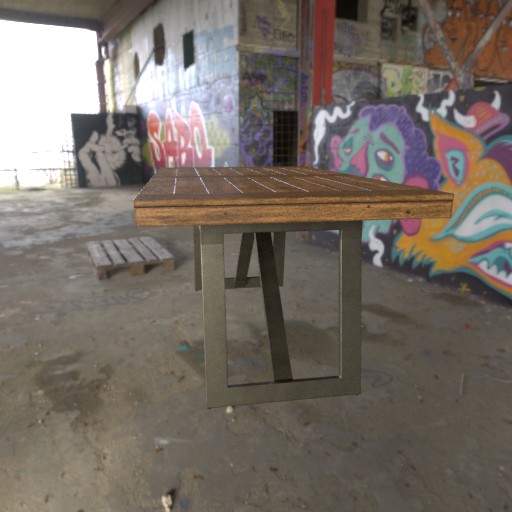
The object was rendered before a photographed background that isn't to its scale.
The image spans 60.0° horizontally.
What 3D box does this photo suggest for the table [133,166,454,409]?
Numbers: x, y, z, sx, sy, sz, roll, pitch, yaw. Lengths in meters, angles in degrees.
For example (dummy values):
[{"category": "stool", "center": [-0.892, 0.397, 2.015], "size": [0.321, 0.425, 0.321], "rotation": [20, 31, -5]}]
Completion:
[{"category": "table", "center": [0.000, 0.000, 2.130], "size": [0.931, 0.757, 1.641], "rotation": [-2, 14, -9]}]
